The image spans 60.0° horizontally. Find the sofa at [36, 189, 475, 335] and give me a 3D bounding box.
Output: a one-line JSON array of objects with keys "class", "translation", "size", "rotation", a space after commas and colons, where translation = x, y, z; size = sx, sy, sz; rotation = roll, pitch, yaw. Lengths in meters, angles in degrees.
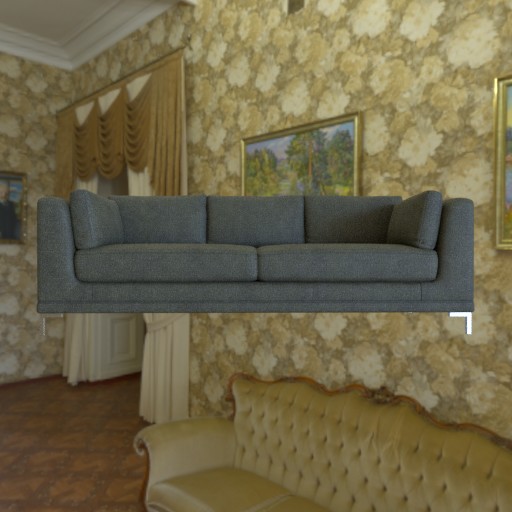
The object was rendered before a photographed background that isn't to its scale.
[{"class": "sofa", "translation": [0.000, 0.000, 2.896], "size": [2.415, 0.867, 0.969], "rotation": [0, 0, -1]}]
